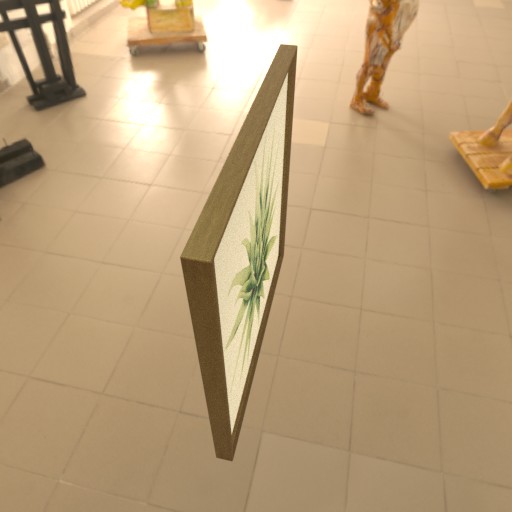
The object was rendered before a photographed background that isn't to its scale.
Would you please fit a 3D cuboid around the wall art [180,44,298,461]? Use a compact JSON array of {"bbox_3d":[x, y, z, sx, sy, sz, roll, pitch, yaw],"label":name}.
[{"bbox_3d":[0.000,0.000,0.752,0.030,0.506,0.503,9,47,9],"label":"wall art"}]
